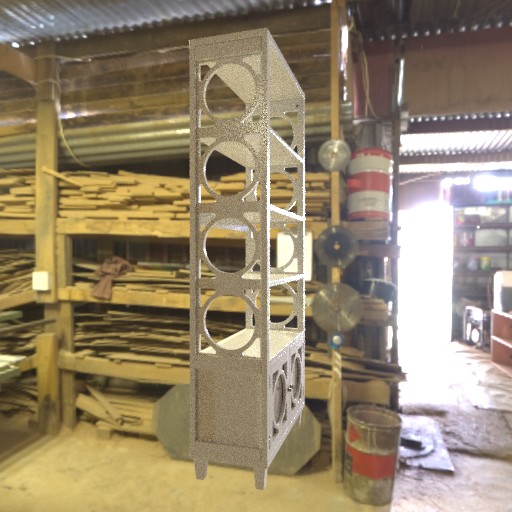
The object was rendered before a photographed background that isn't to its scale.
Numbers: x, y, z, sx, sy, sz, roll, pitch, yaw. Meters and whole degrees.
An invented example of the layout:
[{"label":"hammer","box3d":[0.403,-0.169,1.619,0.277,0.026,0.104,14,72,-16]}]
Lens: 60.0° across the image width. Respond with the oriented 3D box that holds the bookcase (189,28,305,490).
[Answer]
[{"label":"bookcase","box3d":[0.000,0.000,2.145,0.361,1.869,0.761,0,0,17]}]
